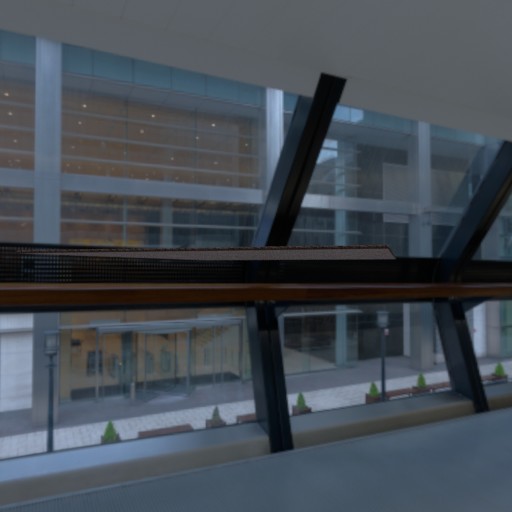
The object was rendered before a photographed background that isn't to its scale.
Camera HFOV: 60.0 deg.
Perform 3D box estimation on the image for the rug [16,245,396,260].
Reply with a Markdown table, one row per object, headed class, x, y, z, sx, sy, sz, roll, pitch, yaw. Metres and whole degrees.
| class | x | y | z | sx | sy | sz | roll | pitch | yaw |
| --- | --- | --- | --- | --- | --- | --- | --- | --- | --- |
| rug | 0.000 | 0.000 | 4.045 | 2.411 | 0.020 | 3.032 | 0 | -2 | 18 |
